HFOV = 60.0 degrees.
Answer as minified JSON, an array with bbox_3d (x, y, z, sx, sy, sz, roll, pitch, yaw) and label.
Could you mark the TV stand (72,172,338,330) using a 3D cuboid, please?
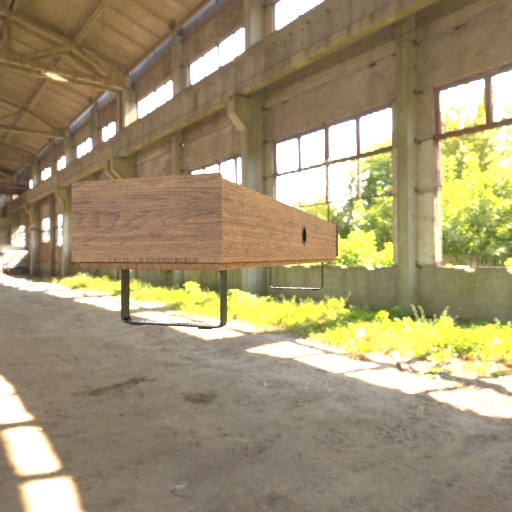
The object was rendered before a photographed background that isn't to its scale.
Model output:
[{"bbox_3d":[0.000,0.000,2.012,0.467,0.415,1.796,0,0,19],"label":"TV stand"}]
